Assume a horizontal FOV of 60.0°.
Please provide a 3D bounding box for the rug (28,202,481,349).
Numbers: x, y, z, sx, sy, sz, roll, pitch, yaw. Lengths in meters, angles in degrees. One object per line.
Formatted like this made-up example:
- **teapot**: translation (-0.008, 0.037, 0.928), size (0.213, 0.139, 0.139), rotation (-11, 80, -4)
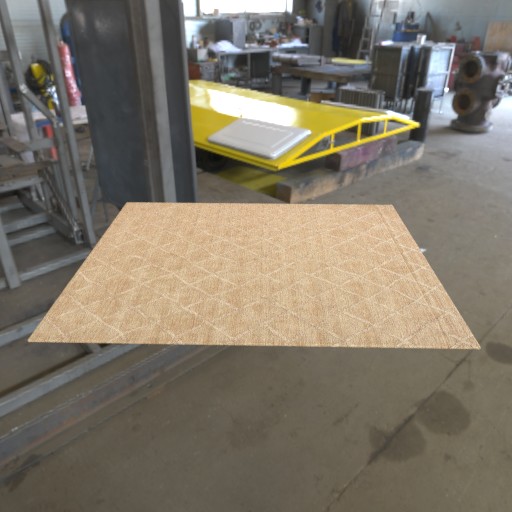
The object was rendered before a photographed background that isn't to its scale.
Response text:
- **rug**: translation (0.000, 0.000, 4.022), size (3.039, 0.019, 2.420), rotation (1, 29, 1)
